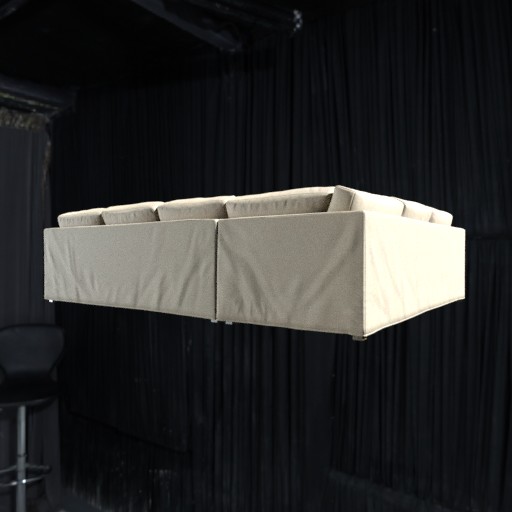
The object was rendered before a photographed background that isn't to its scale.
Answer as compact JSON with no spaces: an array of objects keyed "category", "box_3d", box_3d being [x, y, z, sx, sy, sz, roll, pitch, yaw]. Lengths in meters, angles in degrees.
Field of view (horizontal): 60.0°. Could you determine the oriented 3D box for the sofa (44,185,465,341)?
[{"category":"sofa","box_3d":[0.000,0.000,4.191,3.182,0.871,2.432,0,1,36]}]
